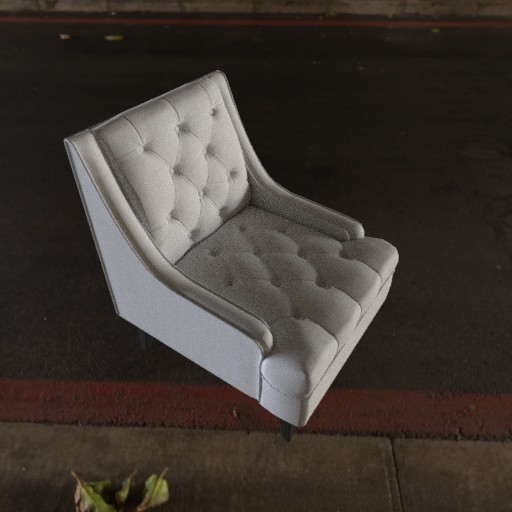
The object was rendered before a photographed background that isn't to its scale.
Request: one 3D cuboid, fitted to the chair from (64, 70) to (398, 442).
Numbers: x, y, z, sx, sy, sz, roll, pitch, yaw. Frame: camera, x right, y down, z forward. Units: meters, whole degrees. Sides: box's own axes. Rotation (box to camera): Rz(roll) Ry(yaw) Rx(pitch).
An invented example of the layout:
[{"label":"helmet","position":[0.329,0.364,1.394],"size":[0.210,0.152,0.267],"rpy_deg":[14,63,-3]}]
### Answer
[{"label":"chair","position":[0.000,0.000,1.445],"size":[0.772,0.891,0.658],"rpy_deg":[24,47,25]}]
